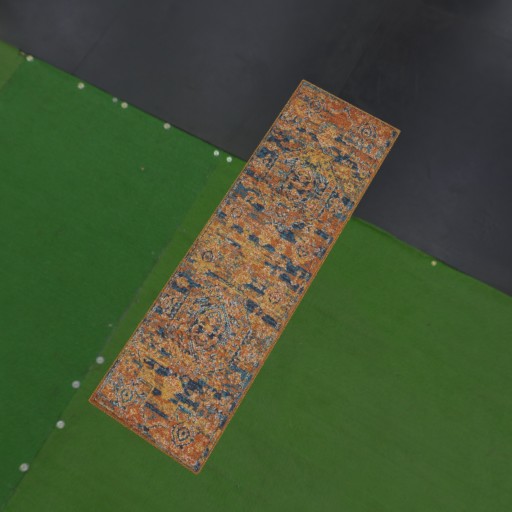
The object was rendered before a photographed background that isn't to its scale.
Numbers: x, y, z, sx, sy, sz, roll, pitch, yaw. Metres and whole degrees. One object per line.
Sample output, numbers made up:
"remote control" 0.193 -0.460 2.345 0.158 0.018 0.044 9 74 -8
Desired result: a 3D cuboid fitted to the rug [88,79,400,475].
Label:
"rug" 0.000 0.000 2.023 0.556 0.013 1.820 31 78 7
